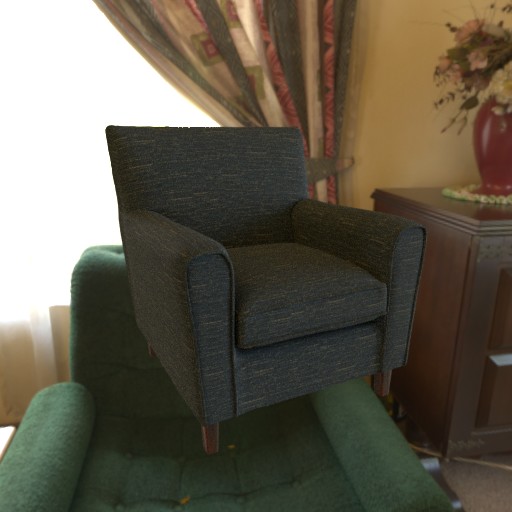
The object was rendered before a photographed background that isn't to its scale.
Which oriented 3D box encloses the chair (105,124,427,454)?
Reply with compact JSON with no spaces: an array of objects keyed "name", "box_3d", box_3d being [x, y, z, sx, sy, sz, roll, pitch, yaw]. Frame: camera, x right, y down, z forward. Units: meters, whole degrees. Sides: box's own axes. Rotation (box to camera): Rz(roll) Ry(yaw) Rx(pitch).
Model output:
[{"name":"chair","box_3d":[0.000,0.000,1.622,0.864,0.928,0.873,-8,17,-26]}]
